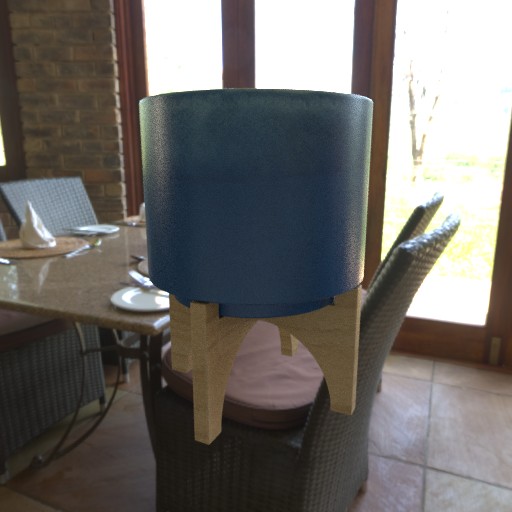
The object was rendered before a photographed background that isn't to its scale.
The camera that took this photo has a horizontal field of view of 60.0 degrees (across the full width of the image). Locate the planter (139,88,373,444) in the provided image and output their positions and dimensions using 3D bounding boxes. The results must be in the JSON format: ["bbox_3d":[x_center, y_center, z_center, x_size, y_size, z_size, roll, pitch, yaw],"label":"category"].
[{"bbox_3d":[0.000,0.000,0.404,0.192,0.263,0.192,0,13,0],"label":"planter"}]
